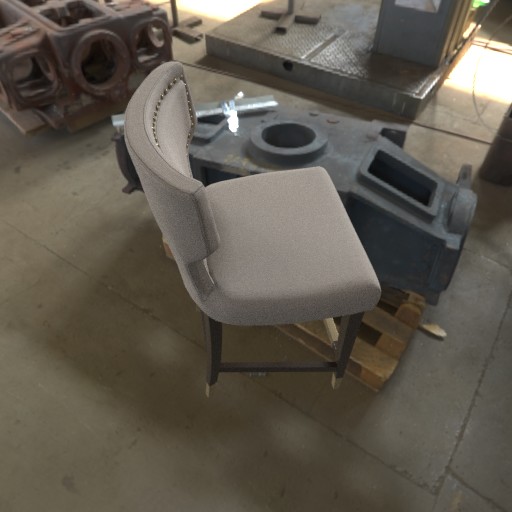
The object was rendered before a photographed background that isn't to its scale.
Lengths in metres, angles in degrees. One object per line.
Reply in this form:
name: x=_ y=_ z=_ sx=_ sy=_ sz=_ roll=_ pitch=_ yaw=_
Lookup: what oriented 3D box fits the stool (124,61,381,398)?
stool: x=0.000 y=0.000 z=1.316 sx=0.563 sy=0.982 sz=0.527 roll=-8 pitch=49 yaw=-7
